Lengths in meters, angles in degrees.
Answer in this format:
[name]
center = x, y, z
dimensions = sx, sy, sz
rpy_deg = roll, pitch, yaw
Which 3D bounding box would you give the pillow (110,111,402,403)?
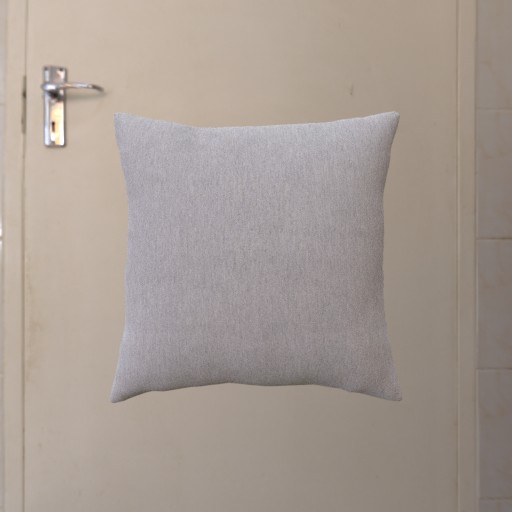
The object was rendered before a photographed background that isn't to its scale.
[pillow]
center = 0.000, 0.000, 0.663
dimensions = 0.433, 0.436, 0.173
rpy_deg = 0, 0, 1
